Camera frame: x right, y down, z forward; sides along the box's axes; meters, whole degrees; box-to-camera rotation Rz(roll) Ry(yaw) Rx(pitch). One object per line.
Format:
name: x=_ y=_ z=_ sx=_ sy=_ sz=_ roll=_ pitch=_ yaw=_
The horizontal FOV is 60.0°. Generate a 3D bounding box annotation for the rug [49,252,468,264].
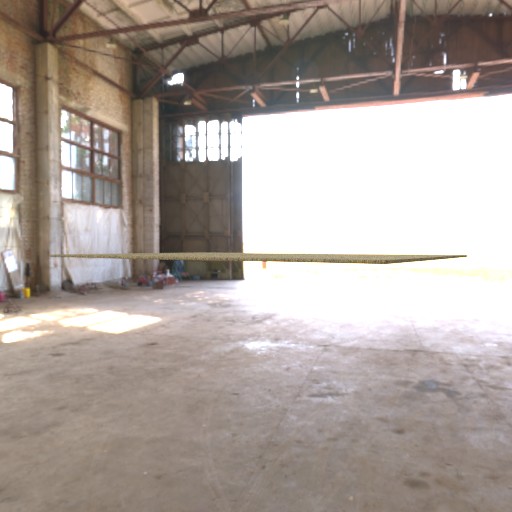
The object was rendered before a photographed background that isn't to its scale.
rug: x=0.000 y=0.000 z=2.342 sx=1.846 sy=0.014 sz=1.243 roll=1 pitch=1 yaw=36
